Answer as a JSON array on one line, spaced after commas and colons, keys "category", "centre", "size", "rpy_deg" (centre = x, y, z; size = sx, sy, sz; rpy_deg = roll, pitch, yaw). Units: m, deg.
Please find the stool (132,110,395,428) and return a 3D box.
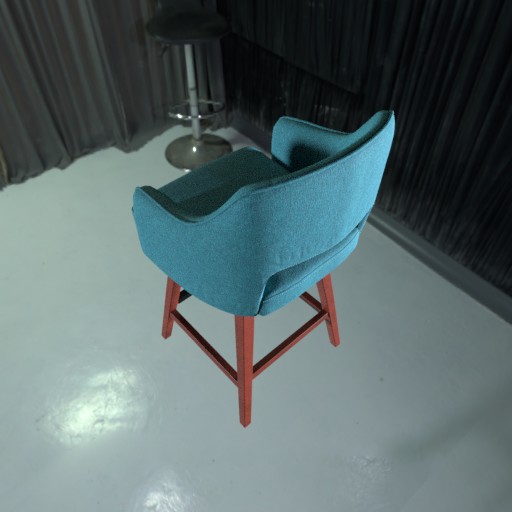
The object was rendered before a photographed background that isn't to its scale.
[{"category": "stool", "centre": [0.000, 0.000, 1.295], "size": [0.548, 0.961, 0.556], "rpy_deg": [-33, 55, -28]}]
